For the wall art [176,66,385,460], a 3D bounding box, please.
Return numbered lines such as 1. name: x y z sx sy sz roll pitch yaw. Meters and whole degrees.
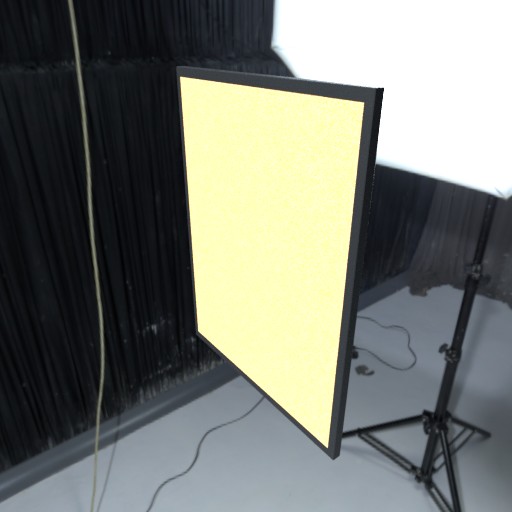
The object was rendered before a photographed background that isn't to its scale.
1. wall art: 0.000 0.000 1.350 0.030 1.027 0.774 -19 32 -33
